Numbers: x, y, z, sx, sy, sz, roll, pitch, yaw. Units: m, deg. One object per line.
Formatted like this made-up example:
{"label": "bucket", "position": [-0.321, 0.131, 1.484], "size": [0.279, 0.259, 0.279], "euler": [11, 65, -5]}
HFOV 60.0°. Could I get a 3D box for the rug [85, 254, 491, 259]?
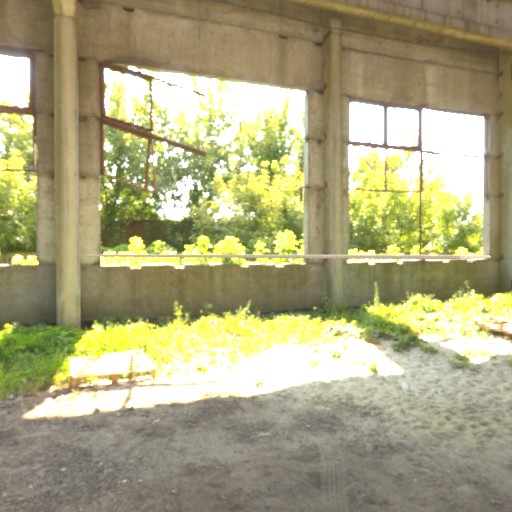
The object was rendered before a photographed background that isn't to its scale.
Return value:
{"label": "rug", "position": [0.000, 0.000, 2.504], "size": [2.276, 0.014, 0.678], "euler": [0, 0, 36]}
